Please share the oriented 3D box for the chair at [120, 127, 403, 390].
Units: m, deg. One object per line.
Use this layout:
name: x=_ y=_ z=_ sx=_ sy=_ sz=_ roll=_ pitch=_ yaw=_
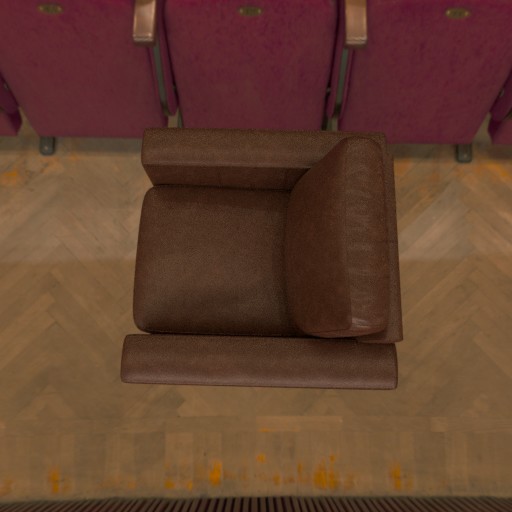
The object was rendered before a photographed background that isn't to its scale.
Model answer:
chair: x=0.000 y=0.000 z=1.785 sx=1.016 sy=0.873 sz=1.005 roll=1 pitch=76 yaw=0
